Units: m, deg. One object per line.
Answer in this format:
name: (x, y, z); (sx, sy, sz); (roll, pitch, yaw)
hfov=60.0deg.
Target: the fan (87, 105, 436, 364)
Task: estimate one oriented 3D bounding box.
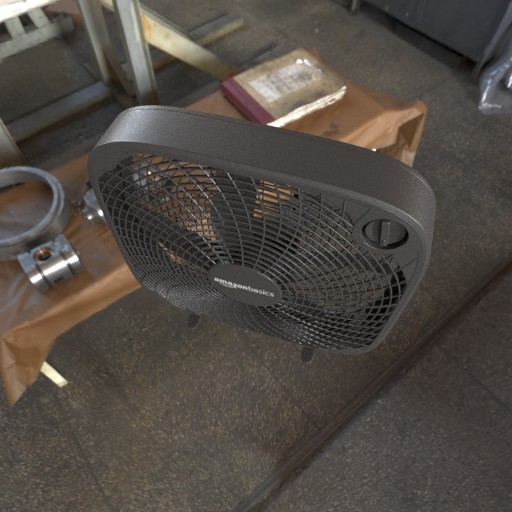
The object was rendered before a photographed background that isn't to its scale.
fan: (0.000, 0.000, 0.795); (0.526, 0.533, 0.142); (15, 58, 9)
